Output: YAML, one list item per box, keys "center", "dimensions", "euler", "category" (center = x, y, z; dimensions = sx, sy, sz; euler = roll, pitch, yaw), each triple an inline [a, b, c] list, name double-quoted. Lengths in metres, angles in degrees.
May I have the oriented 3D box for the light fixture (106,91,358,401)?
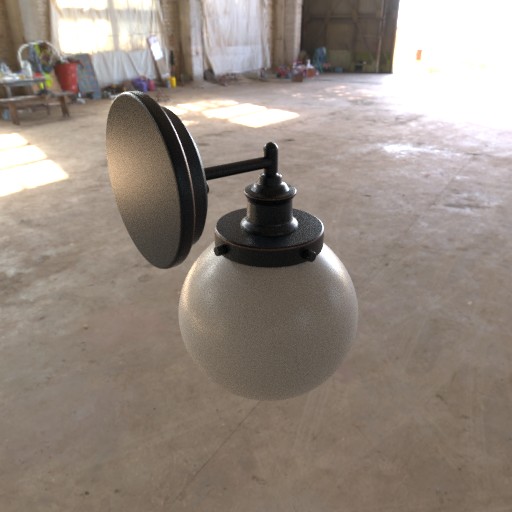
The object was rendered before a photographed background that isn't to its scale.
- center: [0.000, 0.000, 0.454]
  dimensions: [0.230, 0.332, 0.197]
  euler: [-19, 32, -32]
  category: "light fixture"
